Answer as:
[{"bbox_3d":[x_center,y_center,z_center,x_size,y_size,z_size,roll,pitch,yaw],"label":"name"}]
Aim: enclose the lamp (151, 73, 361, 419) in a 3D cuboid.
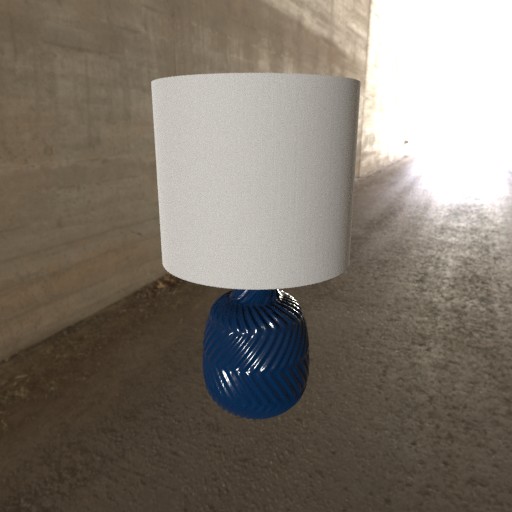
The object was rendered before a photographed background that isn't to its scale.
[{"bbox_3d":[0.000,0.000,0.491,0.203,0.368,0.203,-3,17,-10],"label":"lamp"}]
